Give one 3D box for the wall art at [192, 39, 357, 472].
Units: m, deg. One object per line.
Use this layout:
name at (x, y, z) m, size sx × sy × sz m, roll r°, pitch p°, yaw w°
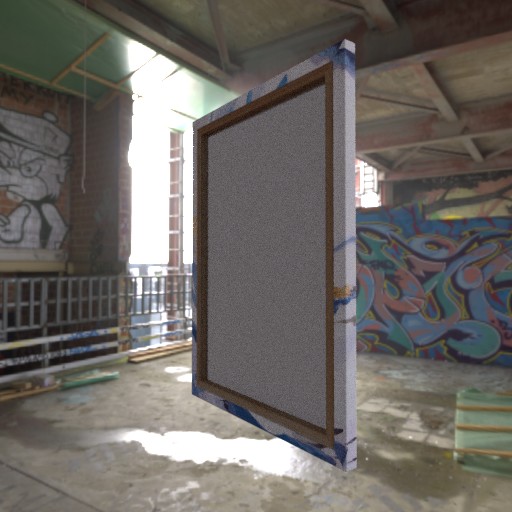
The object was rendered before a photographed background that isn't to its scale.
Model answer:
wall art at (0.000, 0.000, 1.353) m, size 0.038 × 1.015 × 0.761 m, roll 1°, pitch -1°, yaw -36°
